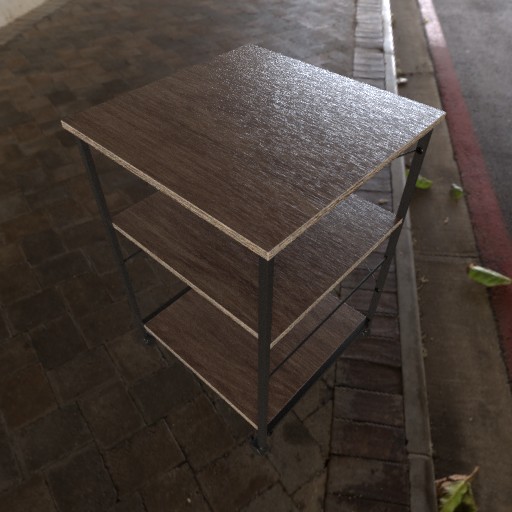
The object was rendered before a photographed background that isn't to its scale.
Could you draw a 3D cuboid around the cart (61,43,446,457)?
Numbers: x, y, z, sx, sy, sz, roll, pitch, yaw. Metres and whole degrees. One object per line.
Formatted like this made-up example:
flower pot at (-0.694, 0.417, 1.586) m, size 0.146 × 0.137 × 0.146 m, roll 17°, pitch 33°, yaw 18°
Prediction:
cart at (0.000, 0.000, 1.117) m, size 0.521 × 0.762 × 0.520 m, roll 33°, pitch 54°, yaw 28°
